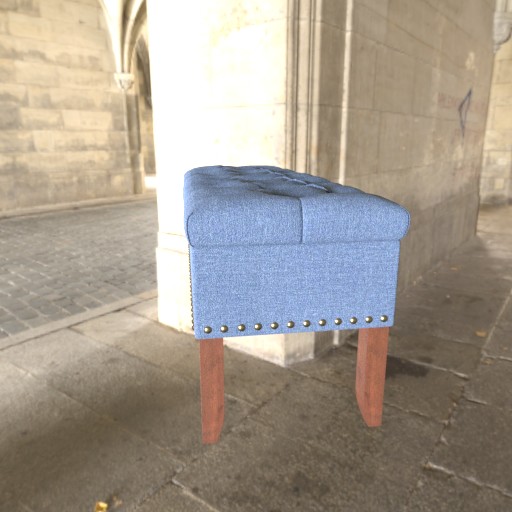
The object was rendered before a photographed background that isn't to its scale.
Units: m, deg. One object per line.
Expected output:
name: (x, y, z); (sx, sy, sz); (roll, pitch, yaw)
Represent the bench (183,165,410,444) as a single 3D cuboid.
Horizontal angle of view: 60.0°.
bench: (0.000, 0.000, 1.326); (0.417, 0.492, 1.052); (-2, 15, -9)
